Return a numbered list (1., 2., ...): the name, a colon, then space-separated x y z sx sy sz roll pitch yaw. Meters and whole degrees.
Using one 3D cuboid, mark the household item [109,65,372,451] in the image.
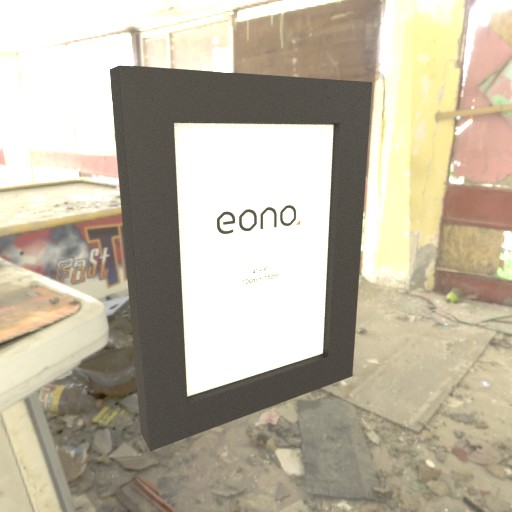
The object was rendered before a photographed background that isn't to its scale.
1. household item: 0.000 0.000 0.235 0.133 0.178 0.022 -10 19 -29
